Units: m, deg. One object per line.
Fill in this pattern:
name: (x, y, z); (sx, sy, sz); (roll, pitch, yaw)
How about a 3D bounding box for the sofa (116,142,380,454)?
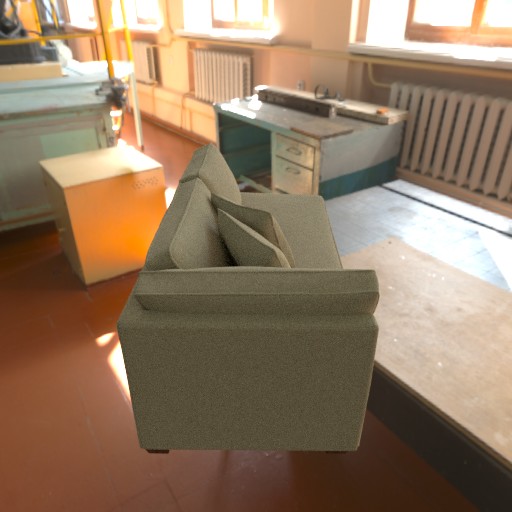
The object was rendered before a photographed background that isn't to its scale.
sofa: (0.000, 0.000, 2.873); (1.110, 1.033, 2.237); (1, 29, 1)
